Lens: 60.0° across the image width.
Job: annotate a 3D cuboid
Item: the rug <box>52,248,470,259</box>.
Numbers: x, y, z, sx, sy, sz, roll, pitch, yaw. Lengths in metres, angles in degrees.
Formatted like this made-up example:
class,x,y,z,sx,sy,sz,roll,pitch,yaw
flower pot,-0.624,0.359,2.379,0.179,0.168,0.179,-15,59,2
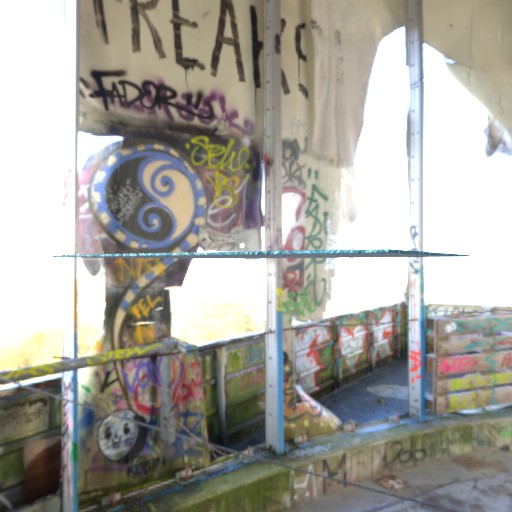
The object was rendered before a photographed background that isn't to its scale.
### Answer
class,x,y,z,sx,sy,sz,roll,pitch,yaw
rug,0.000,0.000,2.881,2.277,0.015,1.490,-1,-1,36
